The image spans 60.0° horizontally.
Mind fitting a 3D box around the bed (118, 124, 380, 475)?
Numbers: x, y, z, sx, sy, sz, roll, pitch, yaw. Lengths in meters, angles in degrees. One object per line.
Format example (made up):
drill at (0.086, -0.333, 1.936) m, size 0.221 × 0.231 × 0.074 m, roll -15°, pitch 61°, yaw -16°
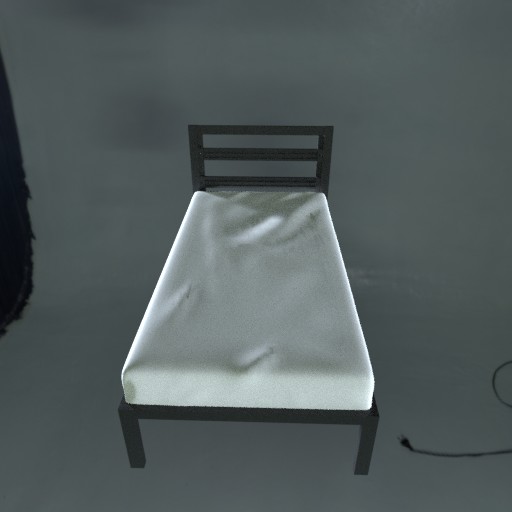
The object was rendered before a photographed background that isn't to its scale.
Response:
bed at (0.000, 0.000, 2.446) m, size 0.991 × 0.967 × 1.930 m, roll 1°, pitch 30°, yaw 2°
